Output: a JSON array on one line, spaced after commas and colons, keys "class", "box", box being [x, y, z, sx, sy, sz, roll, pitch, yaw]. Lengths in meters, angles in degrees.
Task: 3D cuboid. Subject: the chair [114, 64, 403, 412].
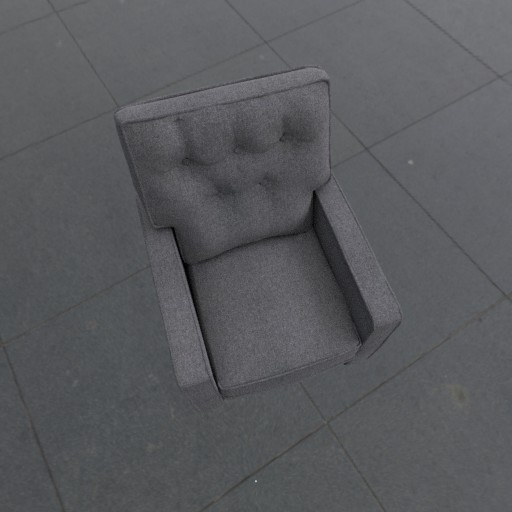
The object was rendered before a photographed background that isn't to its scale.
[{"class": "chair", "box": [0.000, 0.000, 1.426, 0.650, 0.889, 0.775, -15, 64, -8]}]
